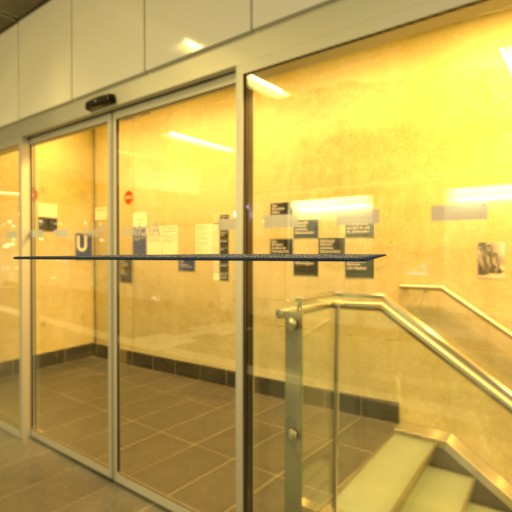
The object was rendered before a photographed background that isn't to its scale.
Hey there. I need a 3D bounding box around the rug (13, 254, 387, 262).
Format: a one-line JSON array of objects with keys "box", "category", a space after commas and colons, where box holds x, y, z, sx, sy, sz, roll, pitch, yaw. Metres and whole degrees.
[{"box": [0.000, 0.000, 2.246, 1.219, 0.010, 1.829, 0, 1, 18], "category": "rug"}]
